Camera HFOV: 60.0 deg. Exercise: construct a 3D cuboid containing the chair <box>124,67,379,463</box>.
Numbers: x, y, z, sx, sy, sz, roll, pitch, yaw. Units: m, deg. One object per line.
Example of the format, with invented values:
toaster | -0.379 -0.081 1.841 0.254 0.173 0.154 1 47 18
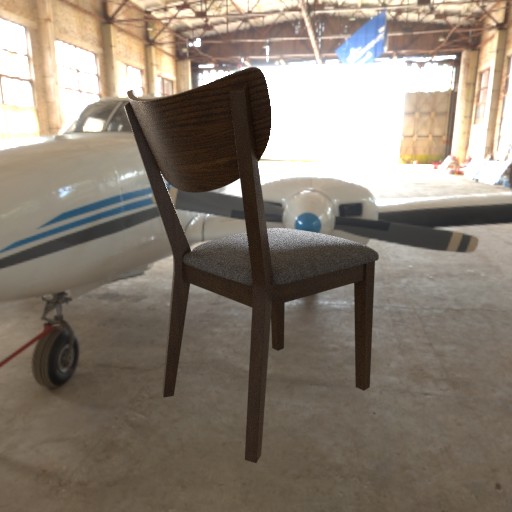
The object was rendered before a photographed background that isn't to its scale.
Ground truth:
chair | 0.000 0.000 1.193 0.583 0.849 0.491 -13 19 -41
